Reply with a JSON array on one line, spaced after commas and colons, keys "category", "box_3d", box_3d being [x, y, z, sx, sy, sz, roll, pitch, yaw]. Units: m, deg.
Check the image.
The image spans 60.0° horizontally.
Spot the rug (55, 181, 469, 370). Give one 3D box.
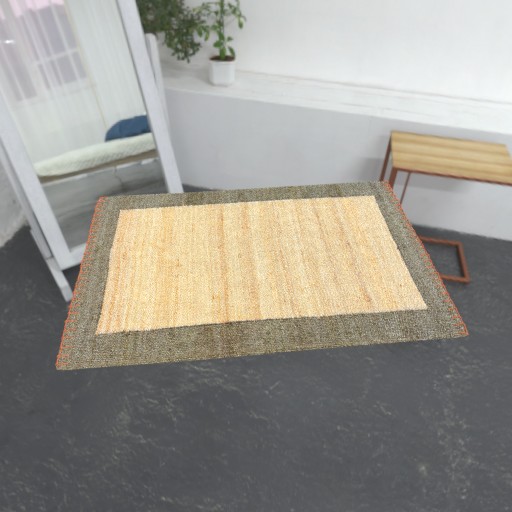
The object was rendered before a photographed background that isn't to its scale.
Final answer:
[{"category": "rug", "box_3d": [0.000, 0.000, 2.357, 1.838, 0.019, 1.220, -4, 44, -4]}]
